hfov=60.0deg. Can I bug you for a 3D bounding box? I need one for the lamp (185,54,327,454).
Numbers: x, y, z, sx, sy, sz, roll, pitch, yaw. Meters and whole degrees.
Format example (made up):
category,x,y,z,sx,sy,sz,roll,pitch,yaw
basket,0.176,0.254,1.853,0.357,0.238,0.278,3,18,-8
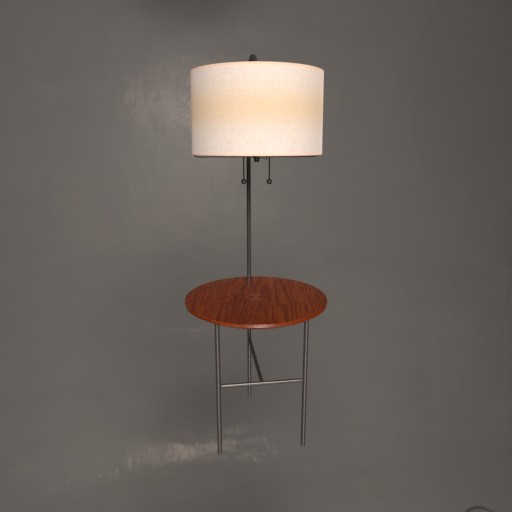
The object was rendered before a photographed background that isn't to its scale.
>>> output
category,x,y,z,sx,sy,sz,roll,pitch,yaw
lamp,0.000,0.000,1.762,0.573,1.517,0.573,0,14,0
